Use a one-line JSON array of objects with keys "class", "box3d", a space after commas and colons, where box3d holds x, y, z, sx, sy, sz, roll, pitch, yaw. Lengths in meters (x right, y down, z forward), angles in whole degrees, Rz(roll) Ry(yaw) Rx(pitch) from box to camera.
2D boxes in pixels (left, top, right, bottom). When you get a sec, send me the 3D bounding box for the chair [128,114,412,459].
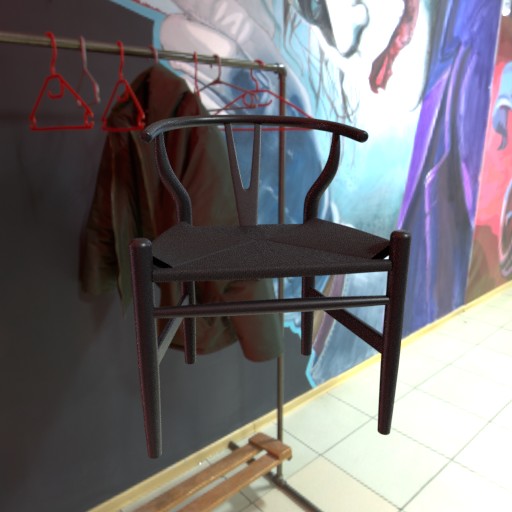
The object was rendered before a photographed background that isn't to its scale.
[{"class": "chair", "box3d": [0.000, 0.000, 1.163, 0.569, 0.730, 0.579, -2, 15, -8]}]
